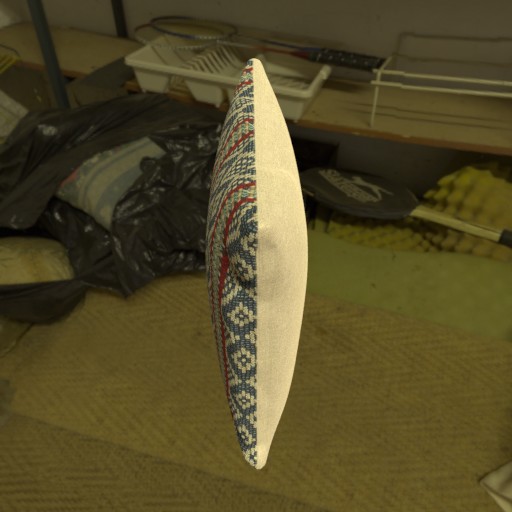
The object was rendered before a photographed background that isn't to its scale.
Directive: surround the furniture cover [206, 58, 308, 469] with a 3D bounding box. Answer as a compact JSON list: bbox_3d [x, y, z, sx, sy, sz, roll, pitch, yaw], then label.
[{"bbox_3d":[0.000,0.000,0.653,0.139,0.431,0.431,-1,40,-1],"label":"furniture cover"}]
